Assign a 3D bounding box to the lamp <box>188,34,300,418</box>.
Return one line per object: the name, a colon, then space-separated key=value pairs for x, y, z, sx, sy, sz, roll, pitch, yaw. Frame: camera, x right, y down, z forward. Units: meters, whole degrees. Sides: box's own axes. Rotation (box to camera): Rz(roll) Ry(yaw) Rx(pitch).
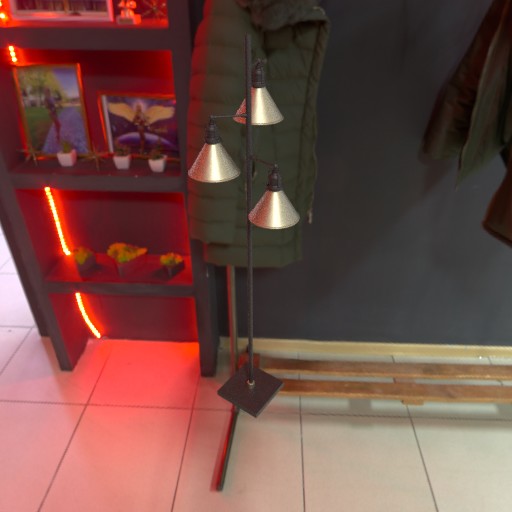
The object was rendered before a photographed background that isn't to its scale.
lamp: x=0.000 y=0.000 z=1.907 sx=0.415 sy=1.716 sz=0.428 roll=21 pitch=38 yaw=29
